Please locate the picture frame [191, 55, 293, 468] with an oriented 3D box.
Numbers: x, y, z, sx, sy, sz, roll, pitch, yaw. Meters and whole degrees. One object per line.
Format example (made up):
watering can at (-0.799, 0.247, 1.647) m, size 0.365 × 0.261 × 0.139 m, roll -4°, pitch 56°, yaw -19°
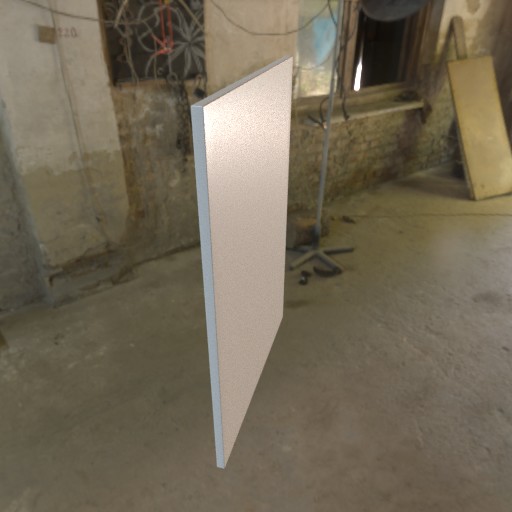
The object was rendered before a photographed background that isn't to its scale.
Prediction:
picture frame at (0.000, 0.000, 0.693) m, size 0.012 × 0.534 × 0.381 m, roll 9°, pitch 32°, yaw 14°
